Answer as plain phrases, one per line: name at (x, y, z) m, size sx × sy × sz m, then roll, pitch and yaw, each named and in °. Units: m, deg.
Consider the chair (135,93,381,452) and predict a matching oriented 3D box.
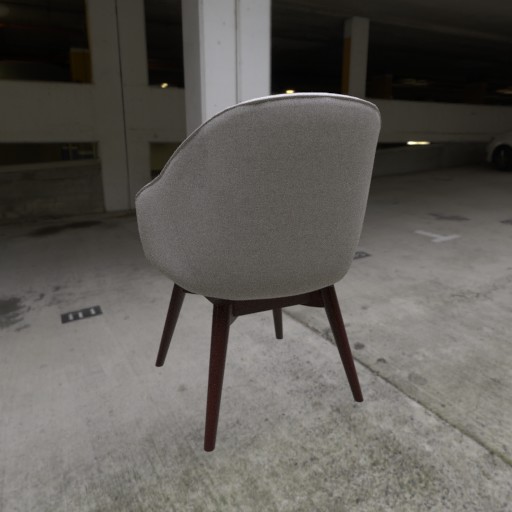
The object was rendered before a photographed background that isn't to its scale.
chair at (0.000, 0.000, 1.262) m, size 0.596 × 0.823 × 0.635 m, roll -7°, pitch 16°, yaw -26°
